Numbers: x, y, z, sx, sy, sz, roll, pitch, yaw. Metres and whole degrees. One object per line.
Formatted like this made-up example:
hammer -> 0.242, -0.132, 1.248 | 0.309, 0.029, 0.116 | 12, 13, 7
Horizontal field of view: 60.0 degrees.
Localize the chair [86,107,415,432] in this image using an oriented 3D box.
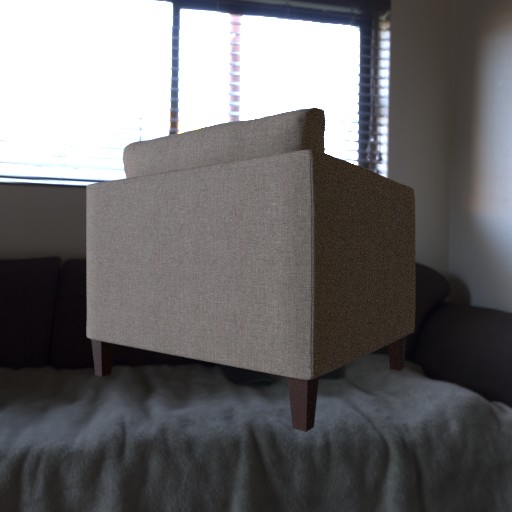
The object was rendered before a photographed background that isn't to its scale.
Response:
chair -> 0.000, 0.000, 1.892 | 1.107, 0.987, 0.959 | 0, 0, 36
